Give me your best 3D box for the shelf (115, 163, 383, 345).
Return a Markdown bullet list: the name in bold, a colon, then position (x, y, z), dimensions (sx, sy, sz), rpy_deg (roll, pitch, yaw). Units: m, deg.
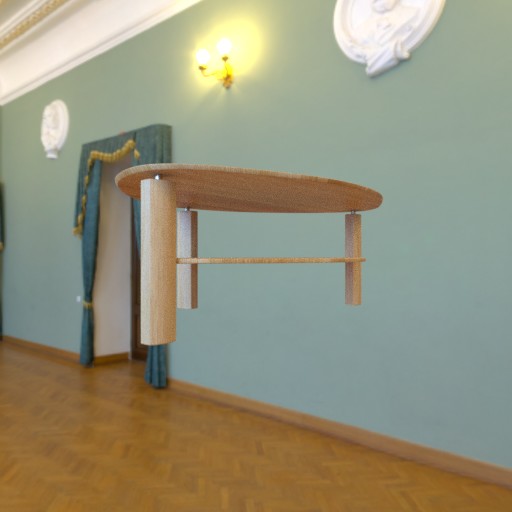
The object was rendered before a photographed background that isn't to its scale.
- **shelf**: position (0.000, 0.000, 1.645), dimensions (0.845, 0.440, 1.246), rpy_deg (0, 0, 38)
